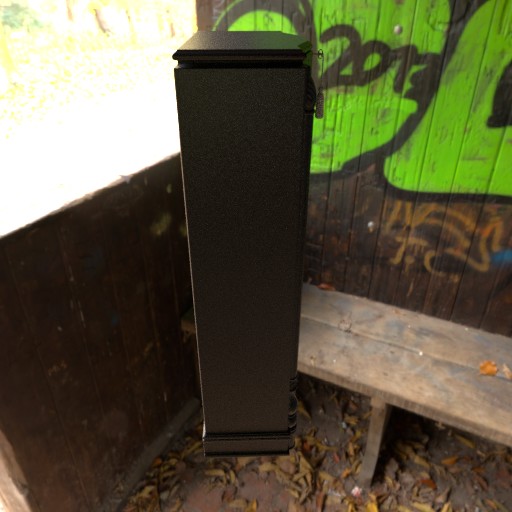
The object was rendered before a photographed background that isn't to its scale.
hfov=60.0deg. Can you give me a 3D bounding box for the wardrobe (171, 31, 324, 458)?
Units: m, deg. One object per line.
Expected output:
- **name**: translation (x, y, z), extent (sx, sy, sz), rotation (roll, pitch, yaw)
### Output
- **wardrobe**: translation (0.000, 0.000, 1.143), extent (0.295, 1.011, 0.444), rotation (-1, 31, -2)
